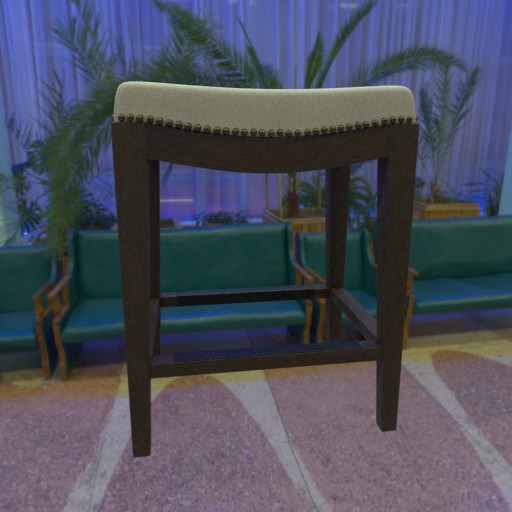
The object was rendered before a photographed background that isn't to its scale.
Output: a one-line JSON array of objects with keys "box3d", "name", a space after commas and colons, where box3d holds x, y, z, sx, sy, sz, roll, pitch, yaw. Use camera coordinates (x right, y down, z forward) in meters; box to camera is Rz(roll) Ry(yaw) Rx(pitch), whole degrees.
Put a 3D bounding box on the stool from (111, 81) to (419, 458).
[{"box3d": [0.000, 0.000, 0.916, 0.500, 0.642, 0.361, -2, 16, -8], "name": "stool"}]
